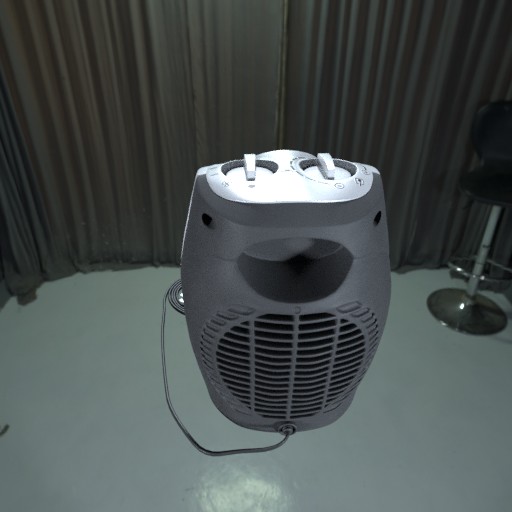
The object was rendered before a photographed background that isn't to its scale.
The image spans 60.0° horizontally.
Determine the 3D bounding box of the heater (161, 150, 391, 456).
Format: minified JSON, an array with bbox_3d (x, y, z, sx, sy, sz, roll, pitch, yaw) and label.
[{"bbox_3d":[0.000,0.000,0.456,0.239,0.240,0.291,-1,31,-2],"label":"heater"}]
